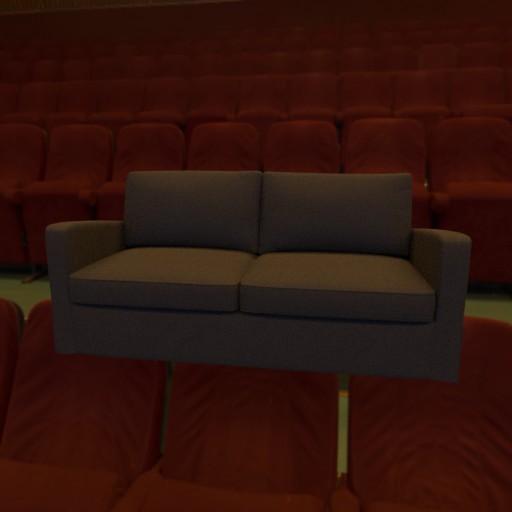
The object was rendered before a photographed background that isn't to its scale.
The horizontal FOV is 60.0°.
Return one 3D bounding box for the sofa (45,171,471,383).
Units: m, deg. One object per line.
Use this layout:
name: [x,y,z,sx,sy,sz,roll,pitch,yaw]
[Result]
sofa: [0.000,0.000,2.296,1.852,0.839,0.898,2,14,8]
